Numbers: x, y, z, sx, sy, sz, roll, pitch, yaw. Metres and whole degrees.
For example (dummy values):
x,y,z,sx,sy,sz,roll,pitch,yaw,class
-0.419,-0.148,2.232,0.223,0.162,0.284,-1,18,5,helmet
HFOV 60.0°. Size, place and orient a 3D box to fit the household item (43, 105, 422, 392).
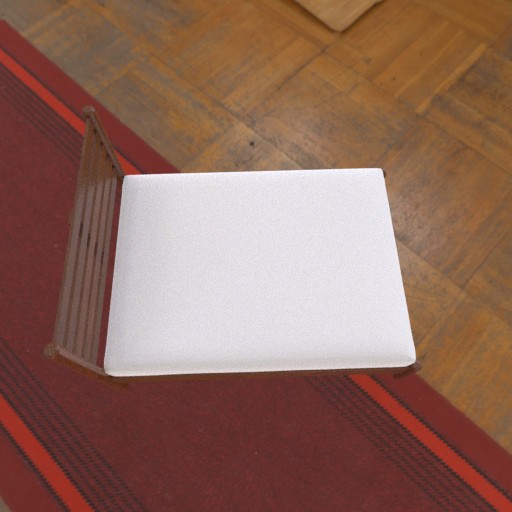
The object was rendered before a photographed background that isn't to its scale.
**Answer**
x,y,z,sx,sy,sz,roll,pitch,yaw,class
0.000,0.000,3.211,2.232,1.356,1.663,-2,66,-1,household item
